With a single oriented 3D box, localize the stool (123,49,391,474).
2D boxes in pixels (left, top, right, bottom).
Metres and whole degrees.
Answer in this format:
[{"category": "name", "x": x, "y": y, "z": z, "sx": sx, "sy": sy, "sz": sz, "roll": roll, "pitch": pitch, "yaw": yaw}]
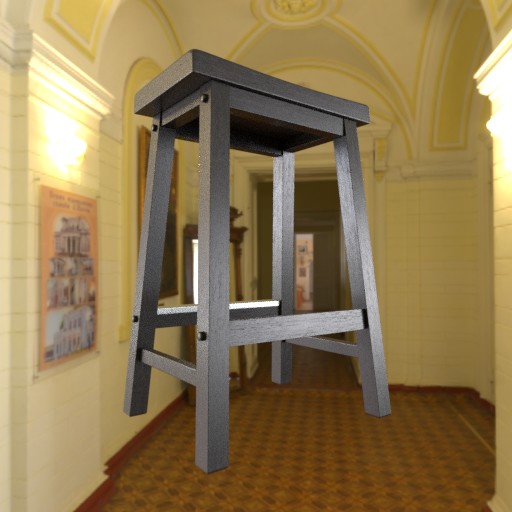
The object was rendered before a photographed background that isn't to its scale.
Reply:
[{"category": "stool", "x": 0.000, "y": 0.000, "z": 0.861, "sx": 0.406, "sy": 0.610, "sz": 0.322, "roll": 1, "pitch": -1, "yaw": -37}]
